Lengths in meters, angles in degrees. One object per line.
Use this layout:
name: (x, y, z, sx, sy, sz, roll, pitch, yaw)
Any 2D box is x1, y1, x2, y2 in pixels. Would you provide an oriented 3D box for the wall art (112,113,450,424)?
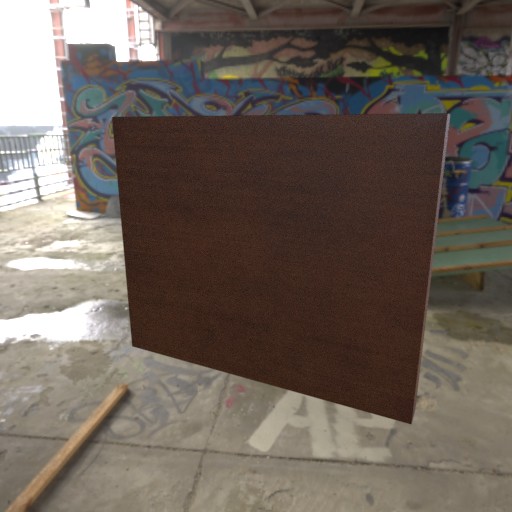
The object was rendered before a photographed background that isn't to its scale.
wall art: (0.000, 0.000, 0.544, 0.401, 0.328, 0.030, 8, 18, 26)
